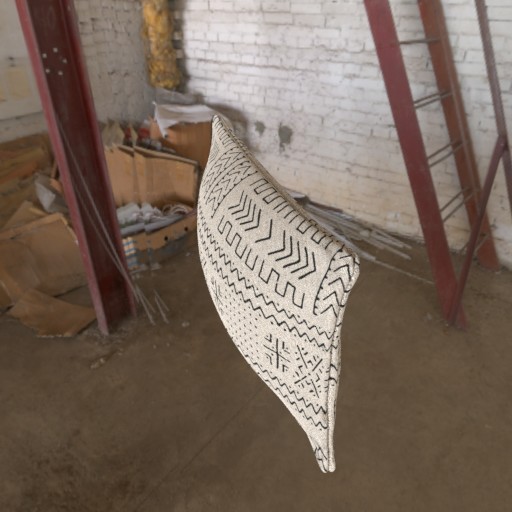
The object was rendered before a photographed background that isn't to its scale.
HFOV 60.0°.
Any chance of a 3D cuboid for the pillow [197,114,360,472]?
[{"bbox_3d":[0.000,0.000,0.782,0.188,0.352,0.637,-9,32,-14],"label":"pillow"}]
